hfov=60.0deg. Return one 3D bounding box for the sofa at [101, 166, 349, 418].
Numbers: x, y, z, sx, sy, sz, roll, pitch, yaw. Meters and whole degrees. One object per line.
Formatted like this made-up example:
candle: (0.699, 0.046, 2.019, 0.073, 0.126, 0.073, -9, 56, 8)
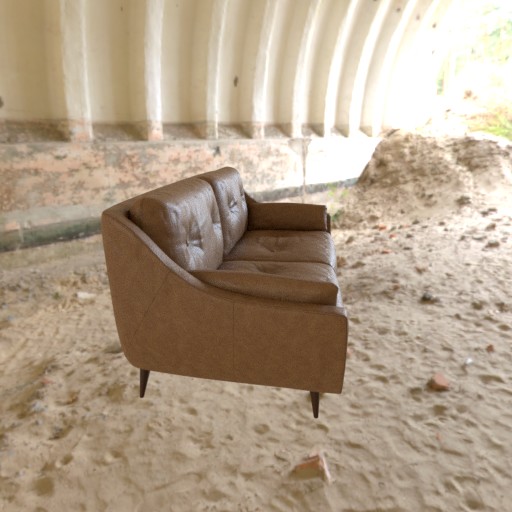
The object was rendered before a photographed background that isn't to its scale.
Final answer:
sofa: (0.000, 0.000, 2.391, 0.904, 0.839, 1.902, 2, 16, 7)
